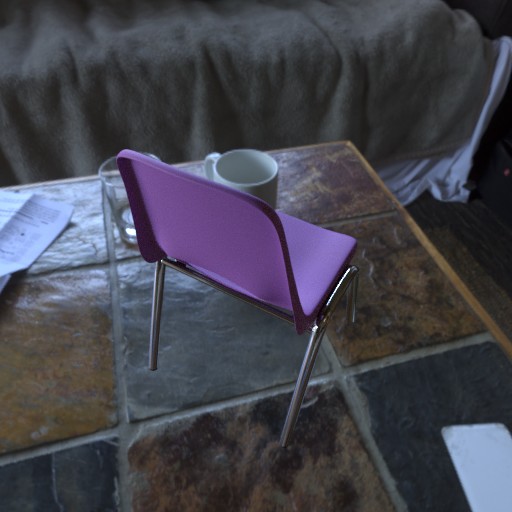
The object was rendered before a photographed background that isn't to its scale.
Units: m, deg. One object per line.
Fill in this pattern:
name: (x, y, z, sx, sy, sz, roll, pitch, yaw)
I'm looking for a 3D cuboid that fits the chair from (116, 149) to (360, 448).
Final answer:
chair: (0.000, 0.000, 0.681, 0.291, 0.493, 0.301, 23, 51, 20)
